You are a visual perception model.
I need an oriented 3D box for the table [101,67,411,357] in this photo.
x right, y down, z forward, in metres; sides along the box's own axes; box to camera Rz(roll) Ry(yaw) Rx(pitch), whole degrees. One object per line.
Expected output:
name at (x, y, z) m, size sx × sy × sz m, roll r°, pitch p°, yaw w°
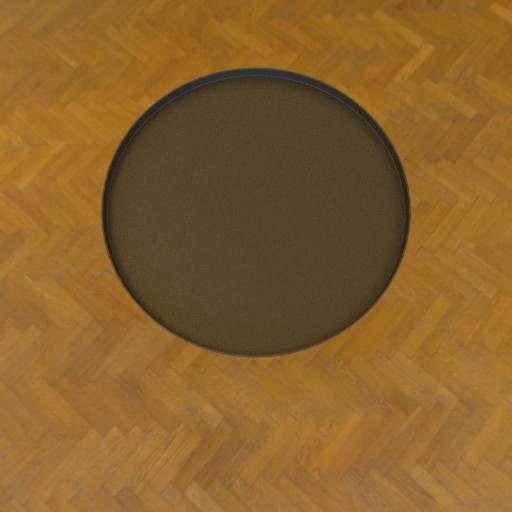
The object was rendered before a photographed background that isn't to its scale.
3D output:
table at (0.000, 0.000, 1.058) m, size 0.502 × 0.700 × 0.502 m, roll -5°, pitch 75°, yaw -1°
